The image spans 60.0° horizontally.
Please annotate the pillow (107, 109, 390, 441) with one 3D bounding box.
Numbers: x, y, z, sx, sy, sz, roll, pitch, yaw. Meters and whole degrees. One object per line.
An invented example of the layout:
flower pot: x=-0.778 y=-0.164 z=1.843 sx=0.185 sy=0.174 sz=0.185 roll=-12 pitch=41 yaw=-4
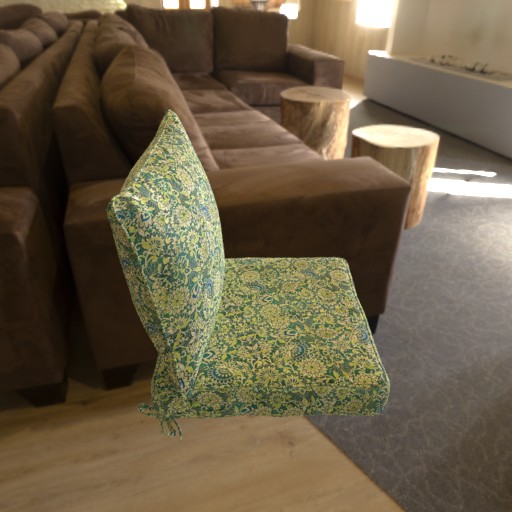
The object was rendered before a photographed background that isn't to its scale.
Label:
pillow: x=0.000 y=0.000 z=1.369 sx=0.740 sy=0.722 sz=0.798 roll=0 pitch=31 yaw=-1
